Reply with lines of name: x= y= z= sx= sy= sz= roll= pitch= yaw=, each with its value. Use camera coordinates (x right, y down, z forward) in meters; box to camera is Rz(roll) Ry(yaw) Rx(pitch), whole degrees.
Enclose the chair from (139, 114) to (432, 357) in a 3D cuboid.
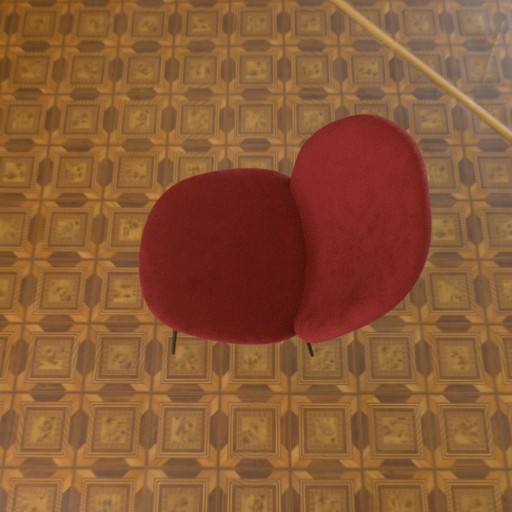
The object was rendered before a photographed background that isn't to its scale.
chair: x=0.000 y=0.000 z=1.115 sx=0.587 sy=0.791 sz=0.458 roll=0 pitch=74 yaw=0
